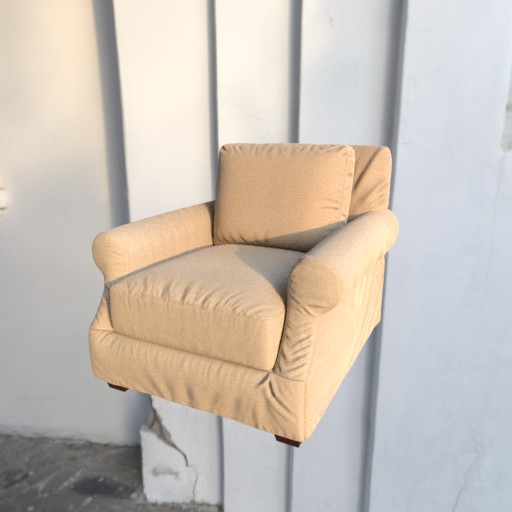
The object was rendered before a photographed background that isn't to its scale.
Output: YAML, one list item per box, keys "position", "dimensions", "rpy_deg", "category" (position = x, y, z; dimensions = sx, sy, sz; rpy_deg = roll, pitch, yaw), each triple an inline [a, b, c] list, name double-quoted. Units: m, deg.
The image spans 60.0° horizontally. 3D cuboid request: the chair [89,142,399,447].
- position: [0.000, 0.000, 1.754]
  dimensions: [0.940, 0.866, 1.066]
  rpy_deg: [7, 17, 25]
  category: "chair"
